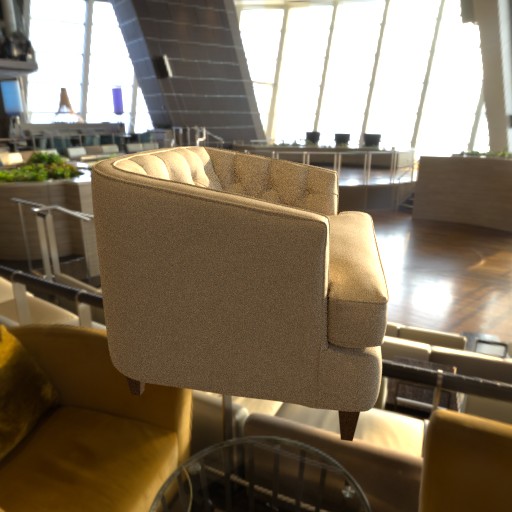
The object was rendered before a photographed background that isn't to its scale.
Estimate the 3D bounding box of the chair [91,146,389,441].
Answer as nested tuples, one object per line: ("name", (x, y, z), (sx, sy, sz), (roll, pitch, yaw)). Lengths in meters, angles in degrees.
("chair", (0.000, 0.000, 1.722), (0.914, 0.787, 1.118), (3, 18, 11))
